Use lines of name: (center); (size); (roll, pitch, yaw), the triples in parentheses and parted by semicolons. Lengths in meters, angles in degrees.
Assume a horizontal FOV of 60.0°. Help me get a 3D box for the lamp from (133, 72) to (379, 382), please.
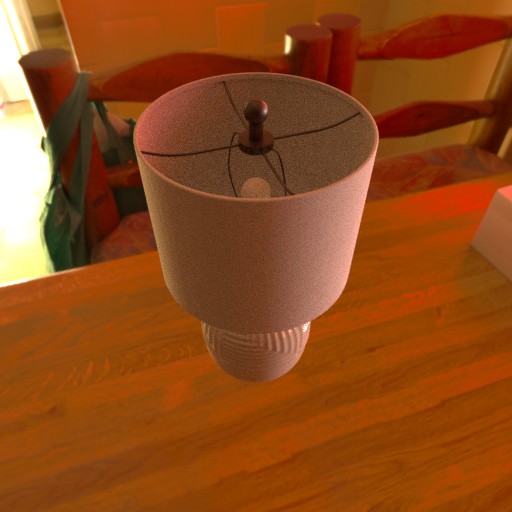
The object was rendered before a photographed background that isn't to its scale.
lamp: (0.000, 0.000, 0.763); (0.318, 0.567, 0.318); (0, 46, 0)
